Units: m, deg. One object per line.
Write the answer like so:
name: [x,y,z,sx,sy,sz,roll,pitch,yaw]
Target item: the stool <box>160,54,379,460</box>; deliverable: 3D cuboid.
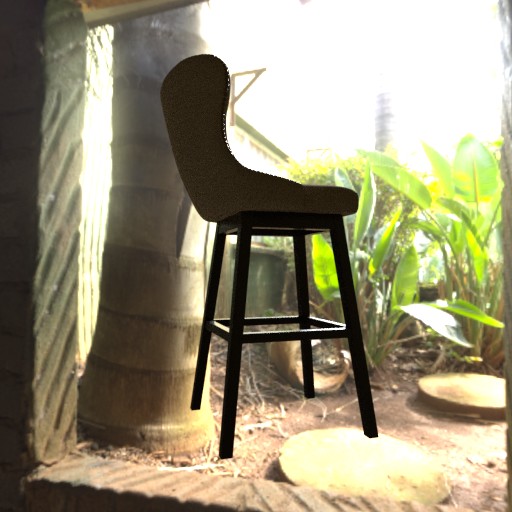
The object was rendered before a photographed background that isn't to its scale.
stool: [0.000,0.000,1.423,0.605,1.066,0.528,1,-2,-19]
